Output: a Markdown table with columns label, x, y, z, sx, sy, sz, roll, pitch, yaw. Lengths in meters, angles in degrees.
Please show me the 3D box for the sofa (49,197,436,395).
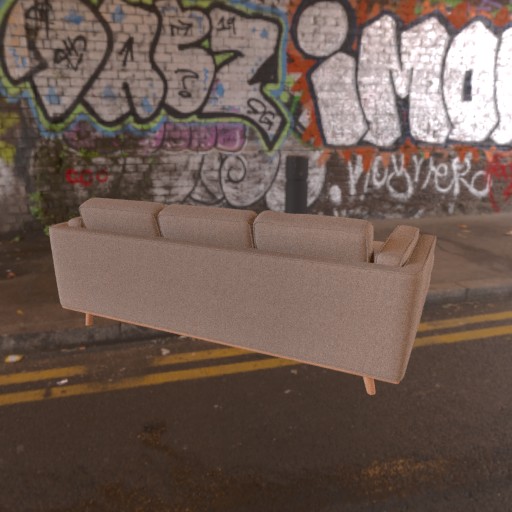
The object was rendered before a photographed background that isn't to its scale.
| label | x | y | z | sx | sy | sz | roll | pitch | yaw |
| --- | --- | --- | --- | --- | --- | --- | --- | --- | --- |
| sofa | 0.000 | 0.000 | 3.247 | 2.411 | 0.929 | 1.604 | 7 | 18 | 24 |
